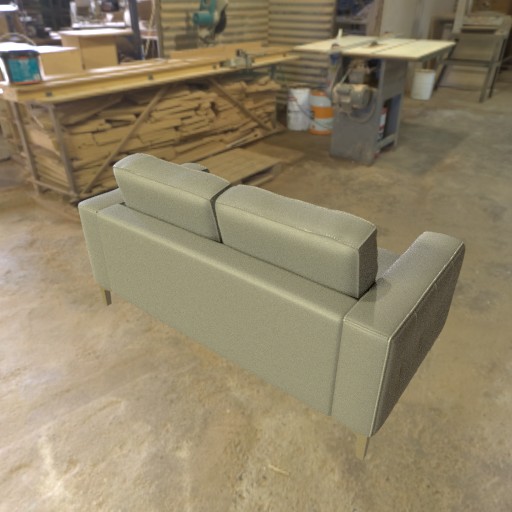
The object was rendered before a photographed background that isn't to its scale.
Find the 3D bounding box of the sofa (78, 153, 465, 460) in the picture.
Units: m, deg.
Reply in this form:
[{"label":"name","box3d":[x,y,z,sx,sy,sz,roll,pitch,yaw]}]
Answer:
[{"label":"sofa","box3d":[0.000,0.000,2.187,1.726,0.893,0.833,22,37,32]}]
